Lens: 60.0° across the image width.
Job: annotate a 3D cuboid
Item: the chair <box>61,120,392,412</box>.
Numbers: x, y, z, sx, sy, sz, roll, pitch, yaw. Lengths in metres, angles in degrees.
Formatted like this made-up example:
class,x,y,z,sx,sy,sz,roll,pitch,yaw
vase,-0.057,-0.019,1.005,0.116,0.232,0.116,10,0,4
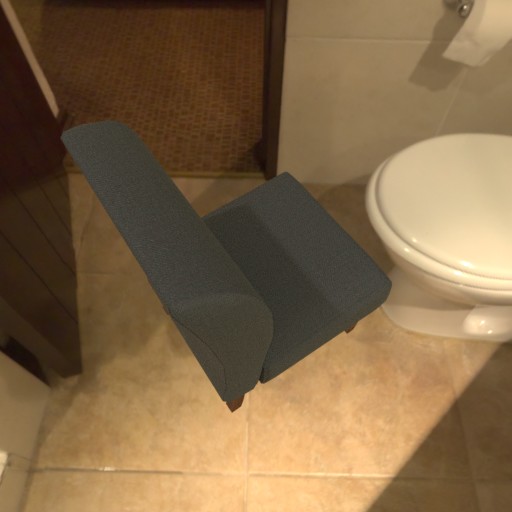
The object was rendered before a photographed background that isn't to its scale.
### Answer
class,x,y,z,sx,sy,sz,roll,pitch,yaw
chair,0.000,0.000,1.145,0.592,0.804,0.513,-31,63,-18
